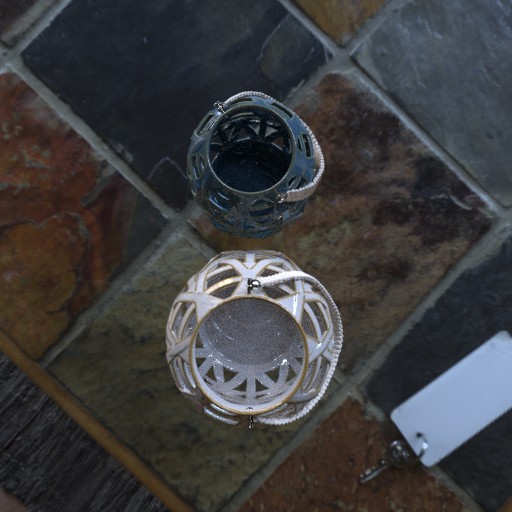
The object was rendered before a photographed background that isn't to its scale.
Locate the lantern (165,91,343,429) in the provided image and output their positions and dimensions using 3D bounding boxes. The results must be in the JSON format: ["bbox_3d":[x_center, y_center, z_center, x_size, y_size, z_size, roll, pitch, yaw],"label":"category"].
[{"bbox_3d":[0.000,0.000,0.612,0.245,0.307,0.439,0,89,0],"label":"lantern"}]
